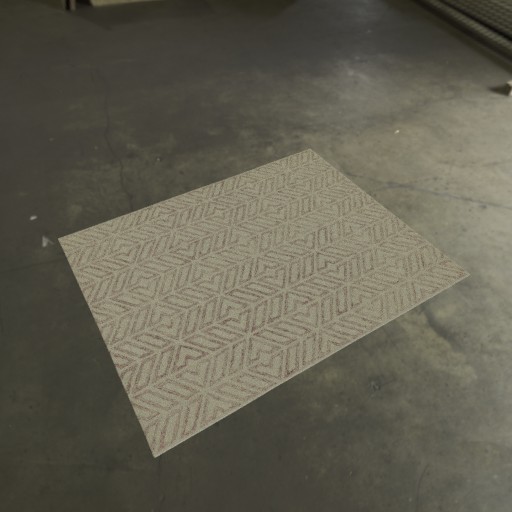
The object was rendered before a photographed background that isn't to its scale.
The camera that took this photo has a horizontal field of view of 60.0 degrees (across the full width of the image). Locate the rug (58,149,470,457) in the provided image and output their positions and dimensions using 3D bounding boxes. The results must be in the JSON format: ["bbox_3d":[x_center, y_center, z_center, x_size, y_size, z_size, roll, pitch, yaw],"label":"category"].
[{"bbox_3d":[0.000,0.000,4.156,3.045,0.008,2.421,-24,50,-21],"label":"rug"}]
